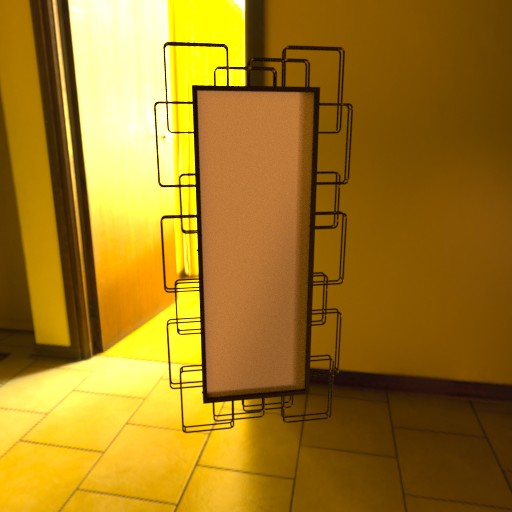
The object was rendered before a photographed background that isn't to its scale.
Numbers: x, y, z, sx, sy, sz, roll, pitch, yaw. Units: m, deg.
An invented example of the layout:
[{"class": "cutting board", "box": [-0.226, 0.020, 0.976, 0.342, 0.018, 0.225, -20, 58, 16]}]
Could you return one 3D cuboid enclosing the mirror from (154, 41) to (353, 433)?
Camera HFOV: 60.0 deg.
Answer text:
[{"class": "mirror", "box": [0.000, 0.000, 1.367, 0.565, 1.192, 0.037, -2, 15, -9]}]
